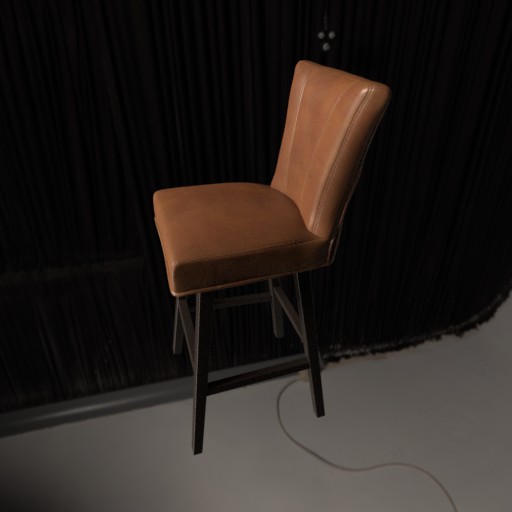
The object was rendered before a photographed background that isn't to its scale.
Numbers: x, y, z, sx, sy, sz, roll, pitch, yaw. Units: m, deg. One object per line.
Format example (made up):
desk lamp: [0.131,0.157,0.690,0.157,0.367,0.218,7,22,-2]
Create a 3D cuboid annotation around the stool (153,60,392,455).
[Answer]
stool: [0.000,0.000,1.423,0.585,1.094,0.522,-8,31,-14]
